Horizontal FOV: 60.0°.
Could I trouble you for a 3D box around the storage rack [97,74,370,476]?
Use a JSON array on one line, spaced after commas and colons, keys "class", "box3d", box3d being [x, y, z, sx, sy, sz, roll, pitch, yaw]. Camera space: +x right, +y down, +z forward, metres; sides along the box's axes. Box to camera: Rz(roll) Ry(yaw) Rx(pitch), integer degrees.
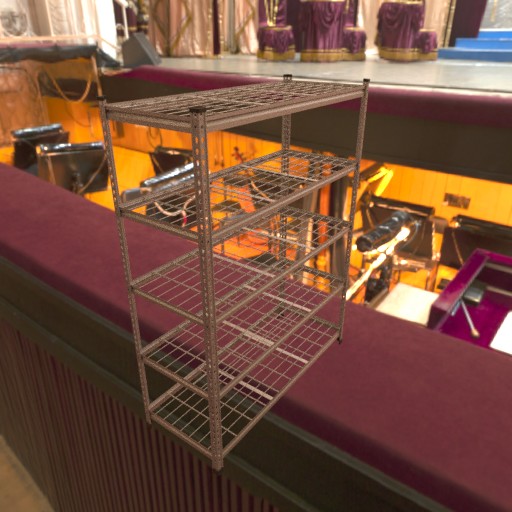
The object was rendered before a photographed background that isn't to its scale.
[{"class": "storage rack", "box3d": [0.000, 0.000, 2.756, 0.610, 1.981, 1.524, 18, 32, 32]}]
